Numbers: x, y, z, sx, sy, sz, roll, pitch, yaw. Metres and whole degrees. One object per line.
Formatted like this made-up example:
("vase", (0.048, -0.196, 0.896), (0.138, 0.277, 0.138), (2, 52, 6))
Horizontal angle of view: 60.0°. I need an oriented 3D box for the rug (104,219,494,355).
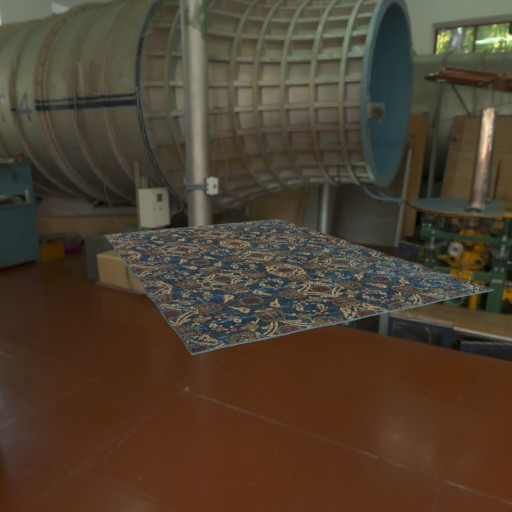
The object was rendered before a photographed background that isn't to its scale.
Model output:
("rug", (0.000, 0.000, 4.223), (2.337, 0.013, 3.291), (-7, 16, -25))
